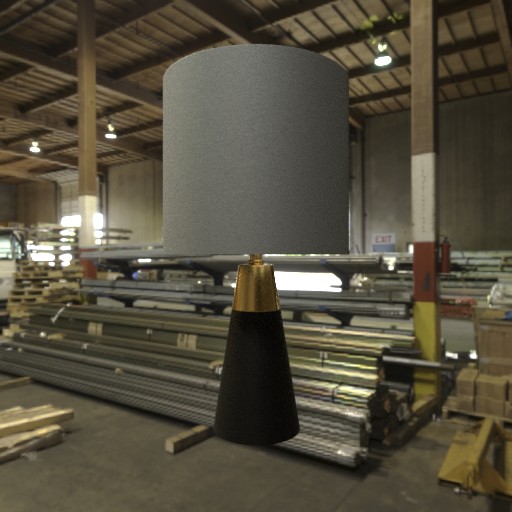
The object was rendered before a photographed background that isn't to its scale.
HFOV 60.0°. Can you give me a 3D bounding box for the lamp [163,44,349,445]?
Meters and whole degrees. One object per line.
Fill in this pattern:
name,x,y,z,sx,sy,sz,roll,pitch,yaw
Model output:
lamp,0.000,0.000,0.749,0.308,0.580,0.308,0,0,34
